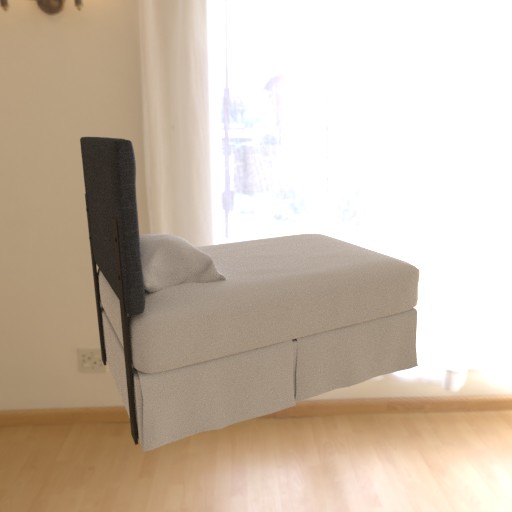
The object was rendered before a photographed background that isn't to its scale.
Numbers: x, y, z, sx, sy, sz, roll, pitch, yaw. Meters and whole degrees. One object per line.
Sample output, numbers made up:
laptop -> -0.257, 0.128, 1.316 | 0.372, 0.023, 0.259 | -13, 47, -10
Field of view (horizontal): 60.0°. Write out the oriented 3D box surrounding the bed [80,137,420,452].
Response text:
bed -> 0.000, 0.000, 3.017 | 1.997, 1.571, 1.261 | -8, 17, -27
